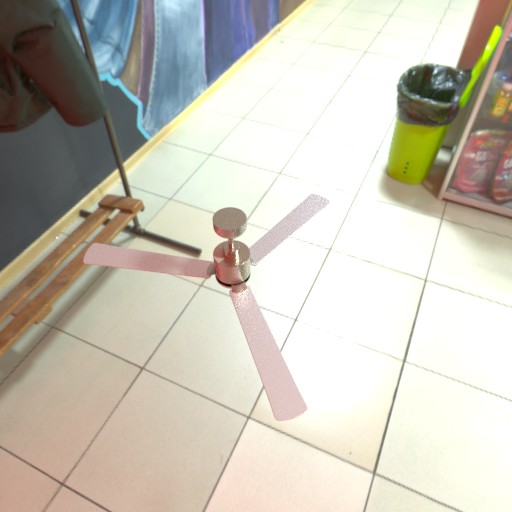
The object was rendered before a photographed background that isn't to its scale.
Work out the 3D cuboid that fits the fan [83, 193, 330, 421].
[{"bbox_3d":[0.000,0.000,2.355,1.561,0.446,1.531,-25,52,-21],"label":"fan"}]
